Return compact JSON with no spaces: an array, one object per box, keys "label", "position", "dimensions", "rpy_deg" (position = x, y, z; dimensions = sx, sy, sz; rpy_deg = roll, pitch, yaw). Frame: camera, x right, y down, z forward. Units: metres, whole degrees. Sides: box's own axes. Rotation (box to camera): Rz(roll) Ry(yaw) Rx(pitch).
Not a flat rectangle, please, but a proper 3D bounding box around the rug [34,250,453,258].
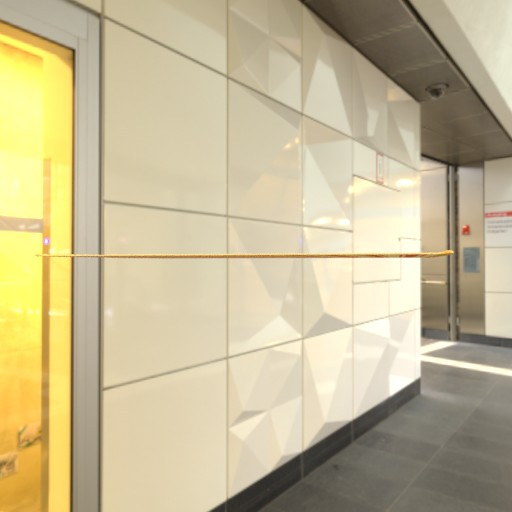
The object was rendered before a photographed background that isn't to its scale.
[{"label":"rug","position":[0.000,0.000,3.123],"dimensions":[2.433,0.022,1.556],"rpy_deg":[0,-1,18]}]
